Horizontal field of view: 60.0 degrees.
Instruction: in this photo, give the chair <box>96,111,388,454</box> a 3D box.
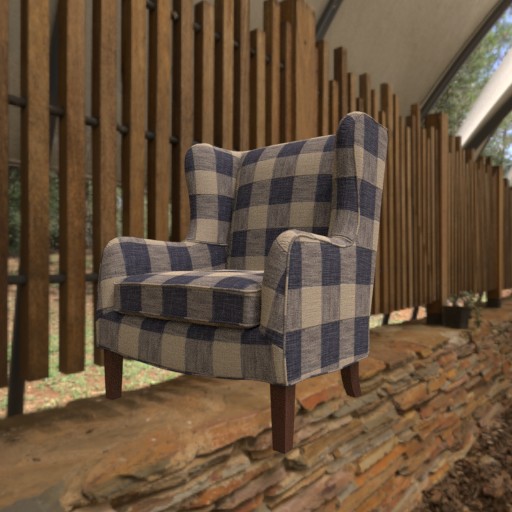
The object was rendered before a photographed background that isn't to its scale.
[{"bbox_3d":[0.000,0.000,1.717,0.830,1.041,0.889,0,0,36],"label":"chair"}]
